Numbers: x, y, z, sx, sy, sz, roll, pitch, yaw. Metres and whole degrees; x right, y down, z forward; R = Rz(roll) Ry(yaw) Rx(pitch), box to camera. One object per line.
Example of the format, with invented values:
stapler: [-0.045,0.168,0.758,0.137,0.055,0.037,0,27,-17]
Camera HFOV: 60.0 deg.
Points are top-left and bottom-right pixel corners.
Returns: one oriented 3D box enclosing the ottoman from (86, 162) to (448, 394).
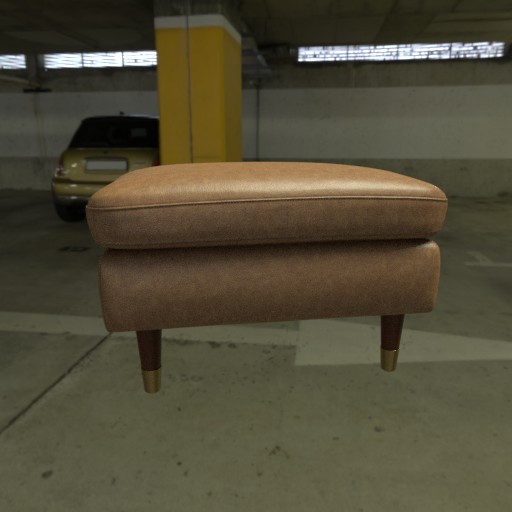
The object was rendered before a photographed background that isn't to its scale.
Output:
ottoman: [0.000,0.000,1.155,0.747,0.478,0.593,-2,14,-10]
